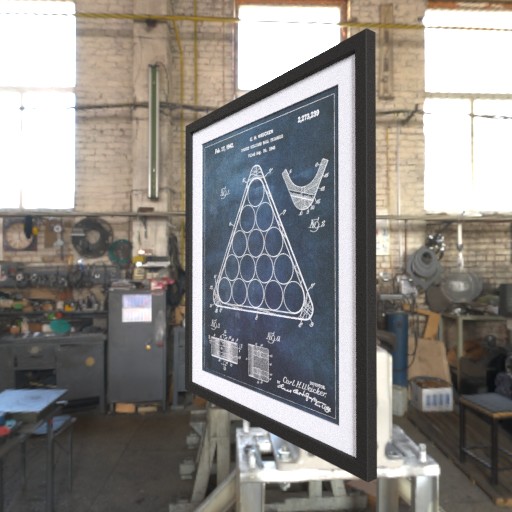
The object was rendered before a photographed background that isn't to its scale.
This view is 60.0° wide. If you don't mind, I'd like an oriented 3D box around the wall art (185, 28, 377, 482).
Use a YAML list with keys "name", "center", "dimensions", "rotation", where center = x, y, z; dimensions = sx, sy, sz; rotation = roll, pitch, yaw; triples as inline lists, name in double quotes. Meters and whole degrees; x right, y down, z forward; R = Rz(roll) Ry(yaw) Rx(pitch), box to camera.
- name: "wall art"
  center: [0.000, 0.000, 1.155]
  dimensions: [0.028, 0.863, 0.755]
  rotation: [1, -1, -36]
